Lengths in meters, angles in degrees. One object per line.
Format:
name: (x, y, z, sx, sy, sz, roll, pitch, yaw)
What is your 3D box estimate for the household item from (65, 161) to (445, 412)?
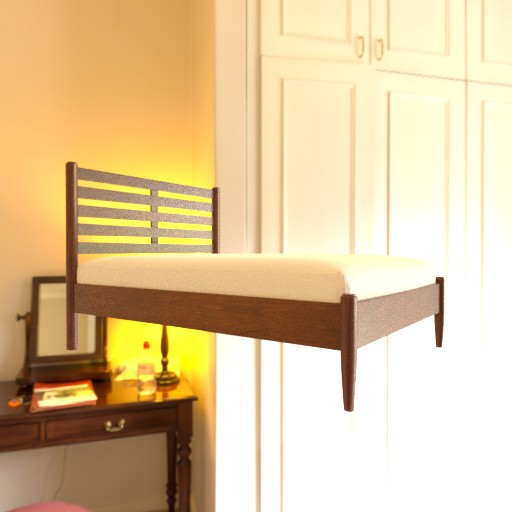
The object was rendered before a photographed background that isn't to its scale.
household item: (0.000, 0.000, 3.223, 2.232, 1.356, 1.663, 1, 1, 36)
